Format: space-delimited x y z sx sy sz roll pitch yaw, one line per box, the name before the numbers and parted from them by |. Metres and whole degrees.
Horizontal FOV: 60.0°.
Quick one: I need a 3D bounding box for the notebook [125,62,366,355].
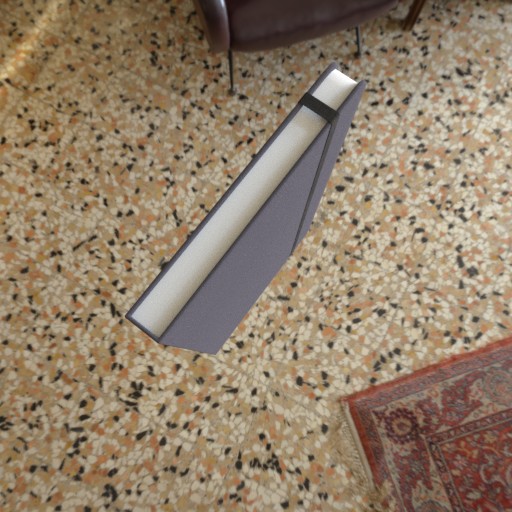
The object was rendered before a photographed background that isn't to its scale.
notebook | 0.000 0.000 0.262 0.016 0.213 0.127 36 79 8
